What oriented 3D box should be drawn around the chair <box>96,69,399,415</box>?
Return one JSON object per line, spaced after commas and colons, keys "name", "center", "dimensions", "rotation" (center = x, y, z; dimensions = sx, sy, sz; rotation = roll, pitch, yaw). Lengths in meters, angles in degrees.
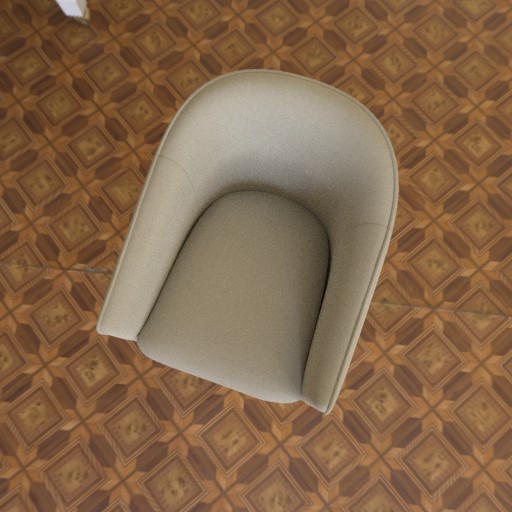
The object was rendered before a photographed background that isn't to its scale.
{"name": "chair", "center": [0.000, 0.000, 1.496], "dimensions": [0.747, 0.799, 0.875], "rotation": [18, 77, 5]}
